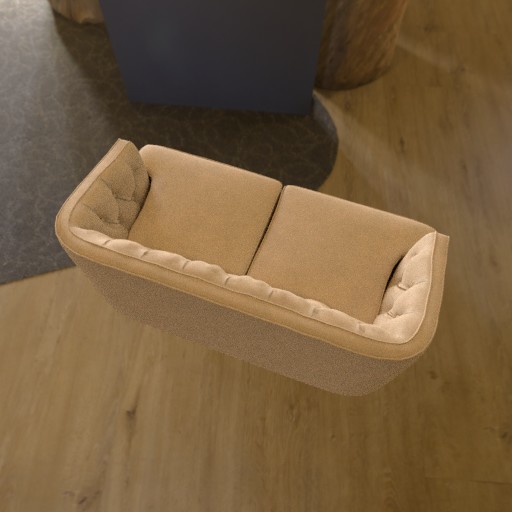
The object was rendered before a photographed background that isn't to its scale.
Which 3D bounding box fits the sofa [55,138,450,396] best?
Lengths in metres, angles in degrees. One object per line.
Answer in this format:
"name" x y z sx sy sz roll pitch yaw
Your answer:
"sofa" 0.000 0.000 2.303 1.731 0.878 0.940 18 64 9
